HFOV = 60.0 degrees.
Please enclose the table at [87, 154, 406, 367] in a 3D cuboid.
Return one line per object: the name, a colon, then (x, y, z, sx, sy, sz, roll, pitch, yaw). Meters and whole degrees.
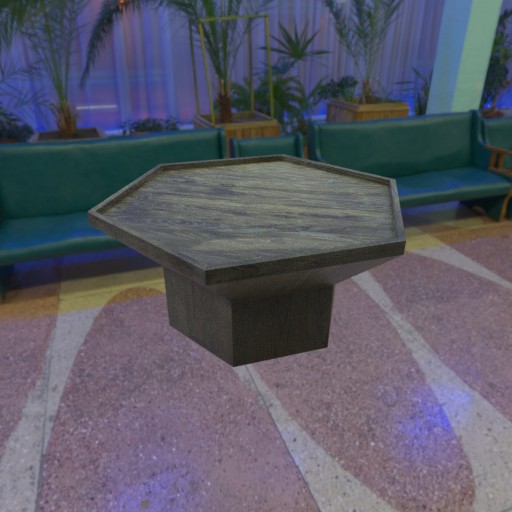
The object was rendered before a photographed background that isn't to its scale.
table: (0.000, 0.000, 1.657, 1.115, 0.488, 0.966, -8, 29, -15)
